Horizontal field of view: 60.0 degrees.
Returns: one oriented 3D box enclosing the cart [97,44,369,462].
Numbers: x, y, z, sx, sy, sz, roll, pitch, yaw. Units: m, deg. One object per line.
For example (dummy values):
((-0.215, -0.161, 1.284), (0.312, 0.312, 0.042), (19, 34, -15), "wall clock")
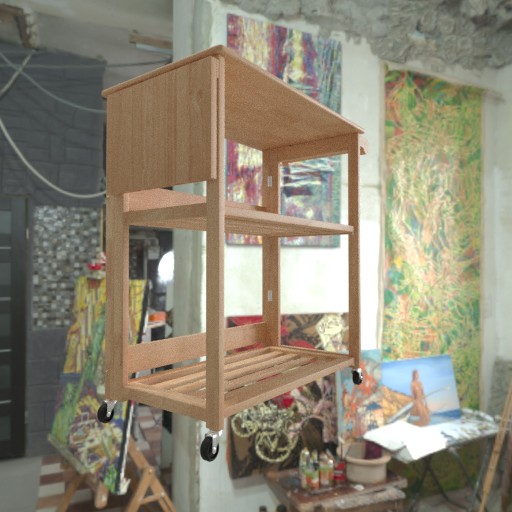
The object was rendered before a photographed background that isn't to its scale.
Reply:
((0.000, 0.000, 1.377), (0.432, 0.879, 0.853), (-1, -1, 37), "cart")
